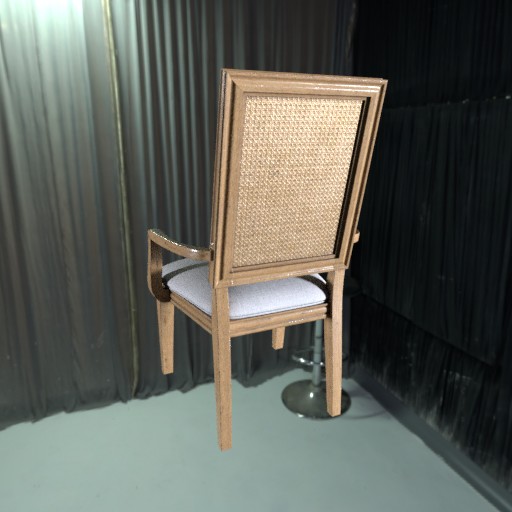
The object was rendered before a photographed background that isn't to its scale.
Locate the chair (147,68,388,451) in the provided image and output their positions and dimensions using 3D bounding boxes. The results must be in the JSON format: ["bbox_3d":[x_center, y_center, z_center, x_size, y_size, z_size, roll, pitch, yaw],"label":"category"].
[{"bbox_3d":[0.000,0.000,1.371,0.606,0.990,0.602,-7,17,-24],"label":"chair"}]
